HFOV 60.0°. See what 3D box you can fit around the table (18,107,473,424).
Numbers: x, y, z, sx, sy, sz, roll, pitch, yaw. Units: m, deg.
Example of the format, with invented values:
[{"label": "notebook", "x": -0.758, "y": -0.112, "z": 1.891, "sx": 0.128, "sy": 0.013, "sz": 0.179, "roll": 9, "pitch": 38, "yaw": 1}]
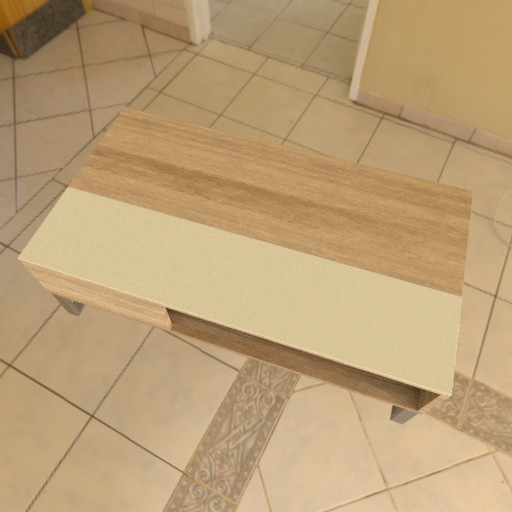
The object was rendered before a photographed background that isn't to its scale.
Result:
[{"label": "table", "x": 0.000, "y": 0.000, "z": 1.351, "sx": 1.100, "sy": 0.350, "sz": 0.600, "roll": 16, "pitch": 60, "yaw": 9}]
